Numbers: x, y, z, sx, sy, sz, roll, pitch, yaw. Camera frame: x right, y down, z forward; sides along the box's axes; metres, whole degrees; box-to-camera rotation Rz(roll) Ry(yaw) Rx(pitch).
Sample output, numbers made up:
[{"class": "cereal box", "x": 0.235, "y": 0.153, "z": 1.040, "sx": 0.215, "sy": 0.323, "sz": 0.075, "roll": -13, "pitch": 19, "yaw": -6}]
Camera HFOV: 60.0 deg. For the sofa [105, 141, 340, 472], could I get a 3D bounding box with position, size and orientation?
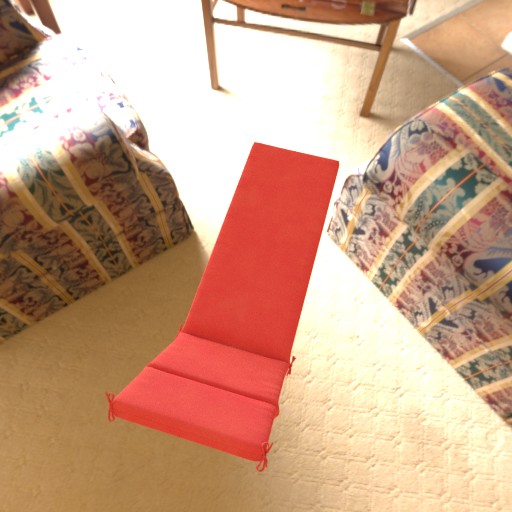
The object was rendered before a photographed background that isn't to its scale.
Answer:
[{"class": "sofa", "x": 0.000, "y": 0.000, "z": 1.986, "sx": 0.582, "sy": 0.622, "sz": 1.663, "roll": 15, "pitch": 65, "yaw": 7}]
